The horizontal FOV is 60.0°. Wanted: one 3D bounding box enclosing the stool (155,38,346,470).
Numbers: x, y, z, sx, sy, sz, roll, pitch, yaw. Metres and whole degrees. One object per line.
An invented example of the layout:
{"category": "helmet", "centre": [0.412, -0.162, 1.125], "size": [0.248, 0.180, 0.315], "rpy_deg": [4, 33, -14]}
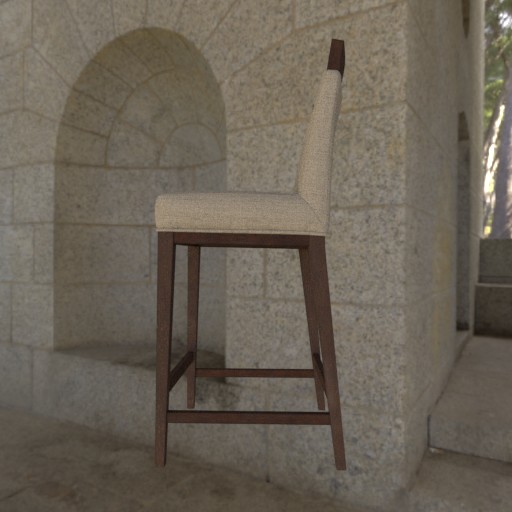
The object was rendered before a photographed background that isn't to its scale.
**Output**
{"category": "stool", "centre": [0.000, 0.000, 1.397], "size": [0.531, 1.117, 0.511], "rpy_deg": [0, 0, 2]}
